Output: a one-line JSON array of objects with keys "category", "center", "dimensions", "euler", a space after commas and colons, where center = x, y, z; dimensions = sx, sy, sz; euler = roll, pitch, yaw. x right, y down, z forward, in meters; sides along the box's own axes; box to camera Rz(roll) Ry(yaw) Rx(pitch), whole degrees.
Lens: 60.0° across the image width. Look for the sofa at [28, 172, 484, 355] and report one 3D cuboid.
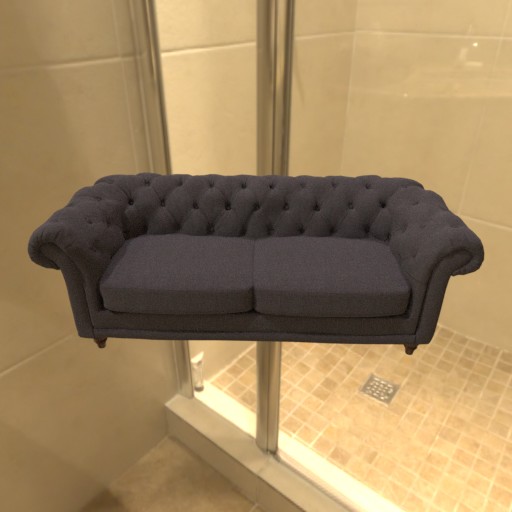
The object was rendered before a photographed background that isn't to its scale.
[{"category": "sofa", "center": [0.000, 0.000, 2.801], "dimensions": [2.335, 0.836, 1.046], "euler": [1, 30, 2]}]
